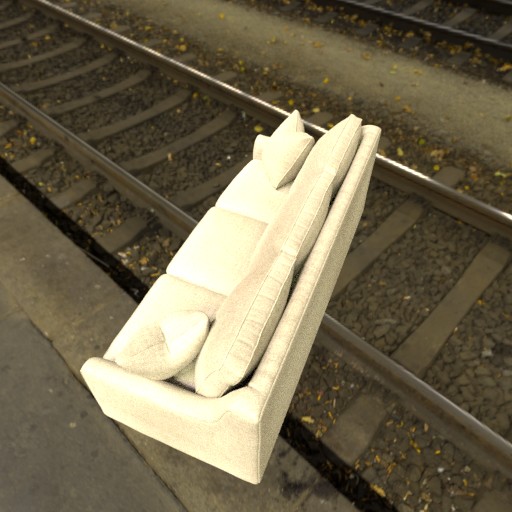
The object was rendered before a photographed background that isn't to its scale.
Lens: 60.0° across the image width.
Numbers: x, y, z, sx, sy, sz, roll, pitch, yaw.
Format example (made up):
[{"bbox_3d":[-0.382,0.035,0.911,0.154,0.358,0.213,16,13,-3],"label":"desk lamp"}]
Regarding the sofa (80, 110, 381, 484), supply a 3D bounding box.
[{"bbox_3d":[0.000,0.000,2.477,0.865,0.914,2.031,17,49,15],"label":"sofa"}]
